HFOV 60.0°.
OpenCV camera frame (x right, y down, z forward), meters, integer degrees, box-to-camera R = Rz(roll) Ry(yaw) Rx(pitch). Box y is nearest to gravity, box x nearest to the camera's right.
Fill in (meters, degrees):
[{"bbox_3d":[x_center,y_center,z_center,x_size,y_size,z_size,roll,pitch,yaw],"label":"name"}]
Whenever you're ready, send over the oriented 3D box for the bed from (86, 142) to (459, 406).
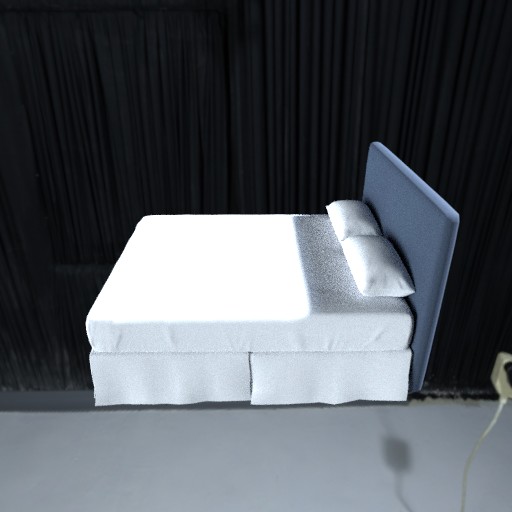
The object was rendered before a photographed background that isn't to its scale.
[{"bbox_3d":[0.000,0.000,3.311,2.162,1.330,1.713,0,27,0],"label":"bed"}]
